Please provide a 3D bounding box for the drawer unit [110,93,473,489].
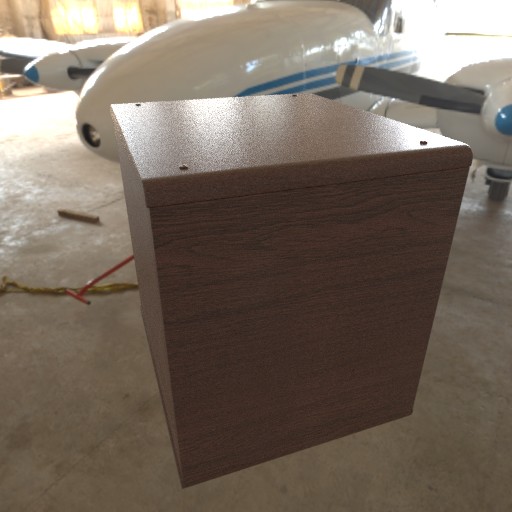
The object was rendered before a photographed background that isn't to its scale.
[{"bbox_3d":[0.000,0.000,0.572,0.290,0.344,0.344,-10,30,-17],"label":"drawer unit"}]
